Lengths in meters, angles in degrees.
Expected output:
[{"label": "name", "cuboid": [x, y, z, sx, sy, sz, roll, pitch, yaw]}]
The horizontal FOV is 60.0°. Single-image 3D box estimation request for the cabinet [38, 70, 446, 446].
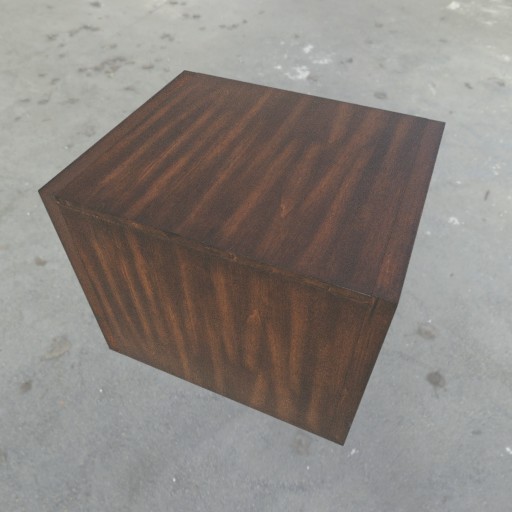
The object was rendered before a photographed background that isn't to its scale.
[{"label": "cabinet", "cuboid": [0.000, 0.000, 0.829, 0.500, 0.455, 0.402, 17, 49, 16]}]
